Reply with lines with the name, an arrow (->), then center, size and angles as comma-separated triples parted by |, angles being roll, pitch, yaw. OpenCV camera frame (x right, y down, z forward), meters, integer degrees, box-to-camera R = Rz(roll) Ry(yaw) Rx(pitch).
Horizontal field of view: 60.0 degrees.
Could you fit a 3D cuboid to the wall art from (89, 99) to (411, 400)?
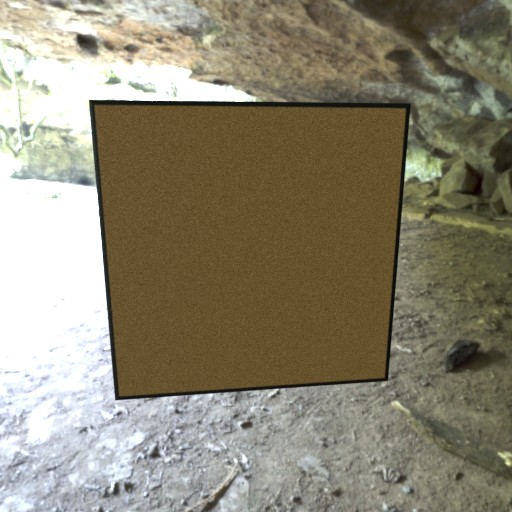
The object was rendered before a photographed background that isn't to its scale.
wall art -> 0.000, 0.000, 0.777 | 0.513, 0.511, 0.028 | -2, 14, -7
